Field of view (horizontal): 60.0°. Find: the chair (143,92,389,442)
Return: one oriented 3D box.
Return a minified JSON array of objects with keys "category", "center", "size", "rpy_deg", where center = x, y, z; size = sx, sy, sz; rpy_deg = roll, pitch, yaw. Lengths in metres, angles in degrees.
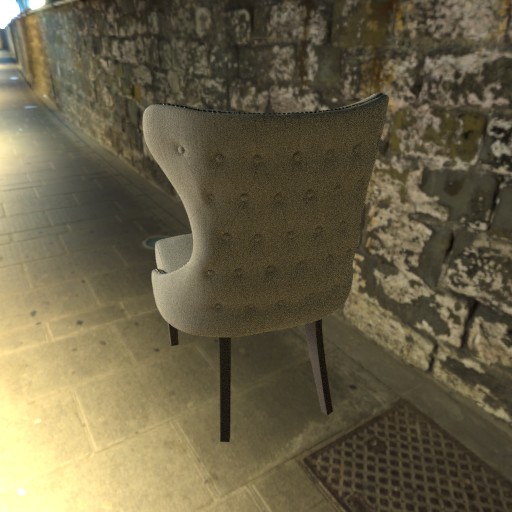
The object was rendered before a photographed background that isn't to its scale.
[{"category":"chair","center":[0.000,0.000,1.362],"size":[0.628,0.967,0.635],"rpy_deg":[-8,28,-17]}]
